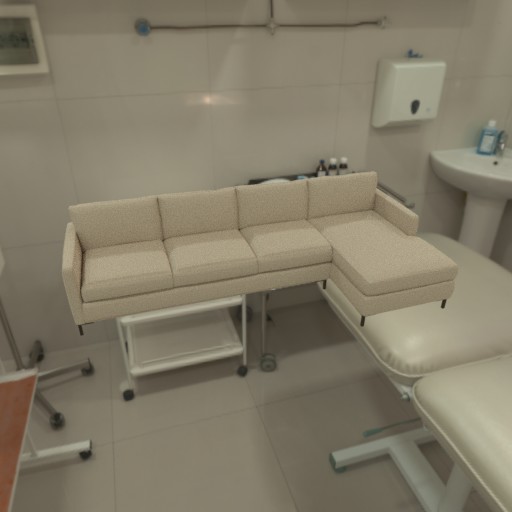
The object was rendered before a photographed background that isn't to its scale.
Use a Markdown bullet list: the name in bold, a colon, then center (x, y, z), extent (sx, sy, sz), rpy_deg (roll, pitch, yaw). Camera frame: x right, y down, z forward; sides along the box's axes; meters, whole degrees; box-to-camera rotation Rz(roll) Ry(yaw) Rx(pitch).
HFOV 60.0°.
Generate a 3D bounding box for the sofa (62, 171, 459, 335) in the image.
- **sofa**: center (0.000, 0.000, 3.357), extent (2.731, 0.755, 1.258), rpy_deg (-9, 31, -15)
